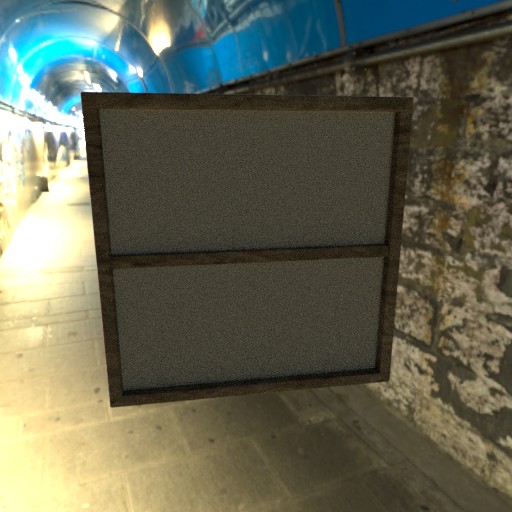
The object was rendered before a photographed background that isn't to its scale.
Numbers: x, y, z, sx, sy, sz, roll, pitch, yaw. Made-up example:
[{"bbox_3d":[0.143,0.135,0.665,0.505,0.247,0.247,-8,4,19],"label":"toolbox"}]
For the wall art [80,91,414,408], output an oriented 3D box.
[{"bbox_3d":[0.000,0.000,1.090,0.747,0.747,0.035,-2,15,-9],"label":"wall art"}]
